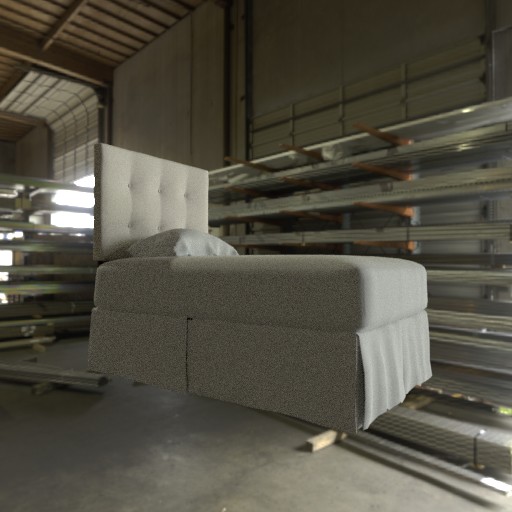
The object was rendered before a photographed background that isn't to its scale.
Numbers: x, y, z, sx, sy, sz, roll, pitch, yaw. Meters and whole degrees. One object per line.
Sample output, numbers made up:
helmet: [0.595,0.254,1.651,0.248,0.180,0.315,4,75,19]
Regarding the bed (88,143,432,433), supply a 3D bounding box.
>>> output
bed: [0.000,0.000,2.961,1.997,1.571,1.261,-1,-1,35]
